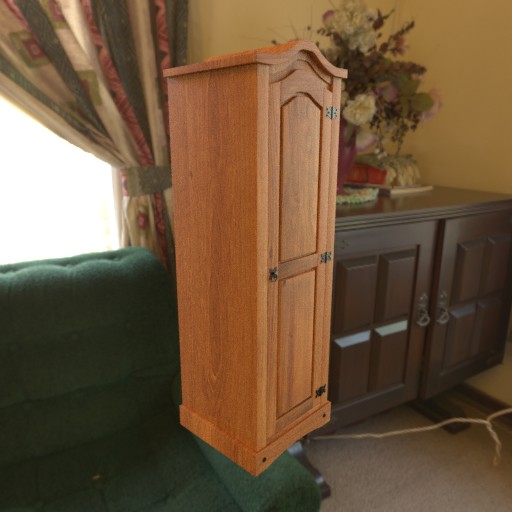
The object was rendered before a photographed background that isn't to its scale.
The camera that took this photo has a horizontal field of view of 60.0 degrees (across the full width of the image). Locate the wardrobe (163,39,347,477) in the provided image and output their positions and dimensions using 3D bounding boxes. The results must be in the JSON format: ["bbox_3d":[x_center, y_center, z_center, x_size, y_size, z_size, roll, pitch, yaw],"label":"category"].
[{"bbox_3d":[0.000,0.000,2.180,0.570,1.870,0.590,13,20,42],"label":"wardrobe"}]
